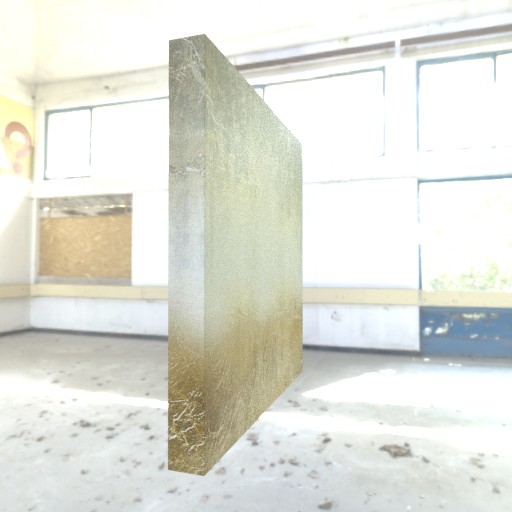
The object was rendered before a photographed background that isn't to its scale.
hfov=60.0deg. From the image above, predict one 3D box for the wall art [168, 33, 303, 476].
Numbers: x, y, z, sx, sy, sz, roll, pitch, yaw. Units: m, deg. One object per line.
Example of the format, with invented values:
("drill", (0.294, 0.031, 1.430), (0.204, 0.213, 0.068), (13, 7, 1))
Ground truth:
("wall art", (0.000, 0.000, 0.605), (0.038, 0.407, 0.405), (0, -1, 19))
